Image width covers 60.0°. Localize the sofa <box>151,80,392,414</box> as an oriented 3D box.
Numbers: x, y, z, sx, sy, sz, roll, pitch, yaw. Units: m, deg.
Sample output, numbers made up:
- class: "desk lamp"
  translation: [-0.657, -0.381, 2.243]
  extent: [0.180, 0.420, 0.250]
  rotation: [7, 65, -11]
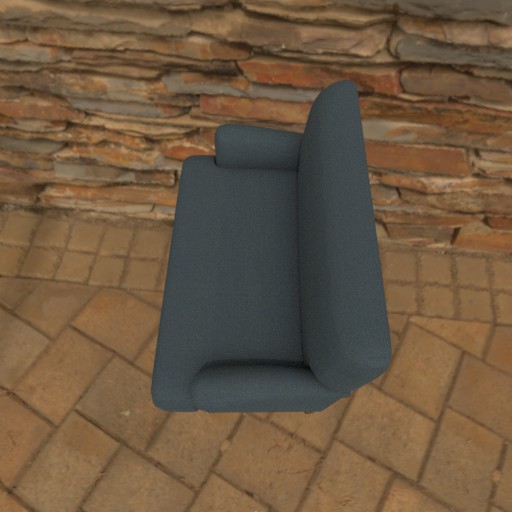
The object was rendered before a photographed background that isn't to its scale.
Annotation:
- class: "sofa"
  translation: [0.000, 0.000, 1.864]
  extent: [0.779, 0.889, 1.297]
  rotation: [1, 60, 1]
